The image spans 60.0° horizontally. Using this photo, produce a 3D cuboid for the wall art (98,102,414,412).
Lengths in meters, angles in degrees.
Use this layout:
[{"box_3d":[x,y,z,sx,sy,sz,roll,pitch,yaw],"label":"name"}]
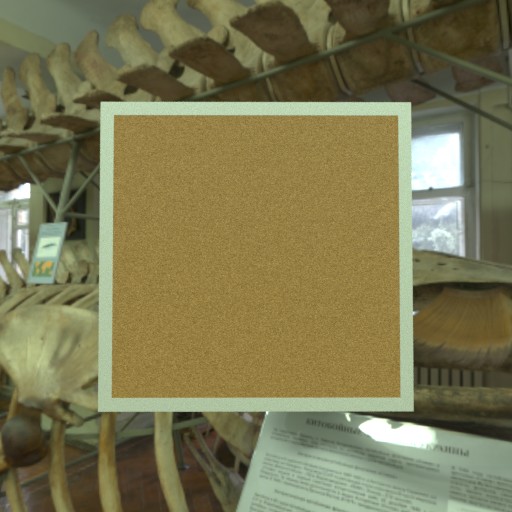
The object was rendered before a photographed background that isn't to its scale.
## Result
[{"box_3d":[0.000,0.000,0.451,0.305,0.302,0.038,0,-1,0],"label":"wall art"}]
